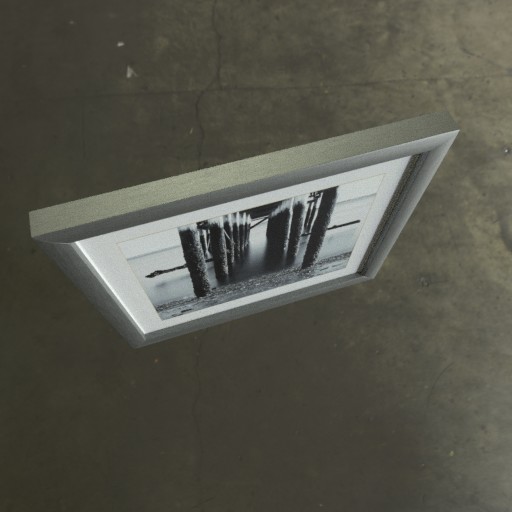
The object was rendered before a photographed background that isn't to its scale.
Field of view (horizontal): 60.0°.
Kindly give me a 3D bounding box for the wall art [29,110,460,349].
[{"bbox_3d":[0.000,0.000,0.528,0.380,0.330,0.028,-15,64,-8],"label":"wall art"}]
